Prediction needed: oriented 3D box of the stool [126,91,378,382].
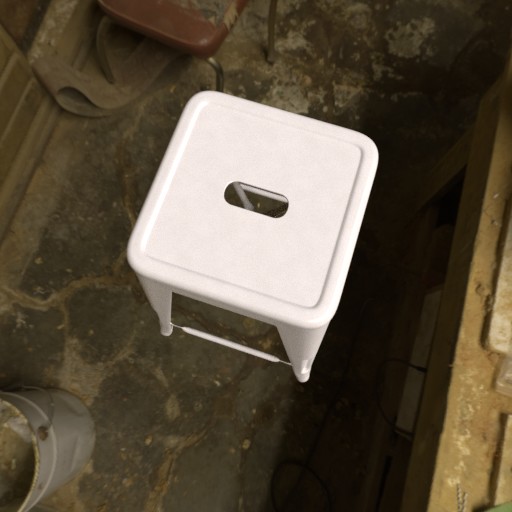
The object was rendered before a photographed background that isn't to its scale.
[{"bbox_3d":[0.000,0.000,0.901,0.406,0.610,0.406,18,76,5],"label":"stool"}]
